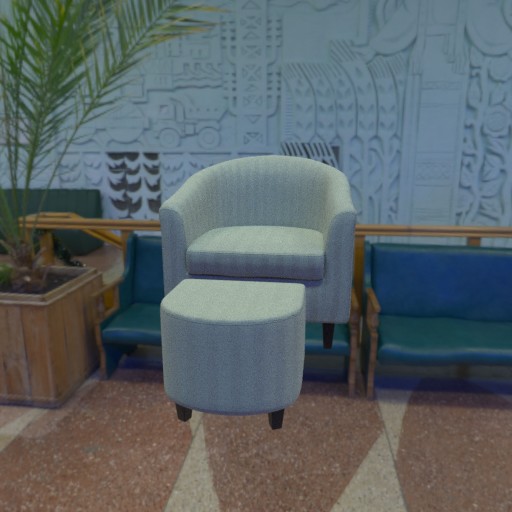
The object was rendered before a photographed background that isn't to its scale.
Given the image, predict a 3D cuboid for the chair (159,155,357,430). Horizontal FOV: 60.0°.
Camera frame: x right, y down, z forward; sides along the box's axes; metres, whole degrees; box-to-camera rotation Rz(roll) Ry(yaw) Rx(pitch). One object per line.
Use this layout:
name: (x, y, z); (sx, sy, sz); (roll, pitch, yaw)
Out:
chair: (0.000, 0.000, 1.741); (0.756, 0.757, 1.288); (2, 14, 8)
